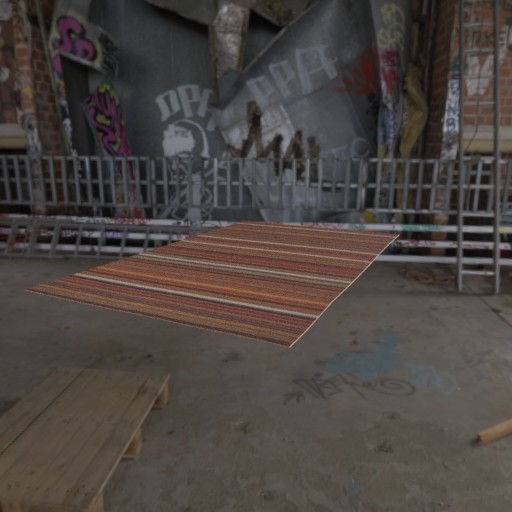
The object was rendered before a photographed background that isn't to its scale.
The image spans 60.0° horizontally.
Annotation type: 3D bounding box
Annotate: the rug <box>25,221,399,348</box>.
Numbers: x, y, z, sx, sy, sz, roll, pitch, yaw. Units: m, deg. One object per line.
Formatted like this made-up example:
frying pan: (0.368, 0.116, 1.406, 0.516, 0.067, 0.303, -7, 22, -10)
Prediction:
rug: (0.000, 0.000, 3.075, 1.523, 0.008, 2.438, 7, 16, 26)
